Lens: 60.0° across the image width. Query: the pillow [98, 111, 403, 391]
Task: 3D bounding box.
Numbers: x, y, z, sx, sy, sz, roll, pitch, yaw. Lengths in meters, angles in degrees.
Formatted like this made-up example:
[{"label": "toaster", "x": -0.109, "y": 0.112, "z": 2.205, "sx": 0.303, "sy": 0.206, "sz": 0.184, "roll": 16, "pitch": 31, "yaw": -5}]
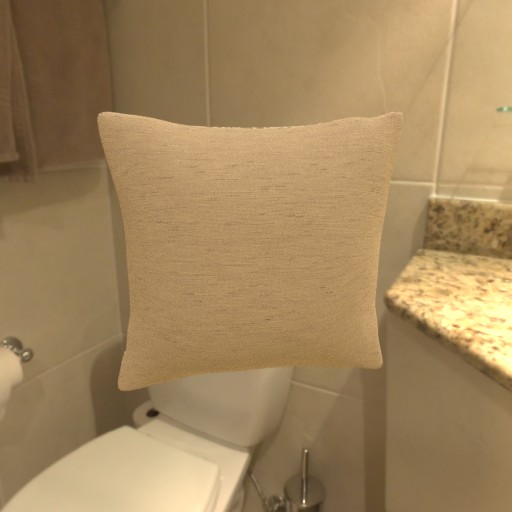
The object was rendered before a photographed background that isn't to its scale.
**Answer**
[{"label": "pillow", "x": 0.000, "y": 0.000, "z": 0.674, "sx": 0.438, "sy": 0.421, "sz": 0.167, "roll": -2, "pitch": 16, "yaw": -8}]
